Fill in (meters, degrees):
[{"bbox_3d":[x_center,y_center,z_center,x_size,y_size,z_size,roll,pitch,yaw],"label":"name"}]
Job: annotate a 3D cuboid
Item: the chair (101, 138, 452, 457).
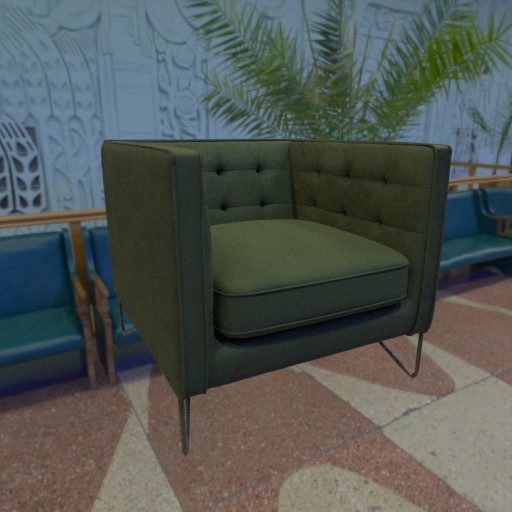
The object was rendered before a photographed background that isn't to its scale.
[{"bbox_3d":[0.000,0.000,1.568,0.880,0.790,0.894,-8,18,-26],"label":"chair"}]
